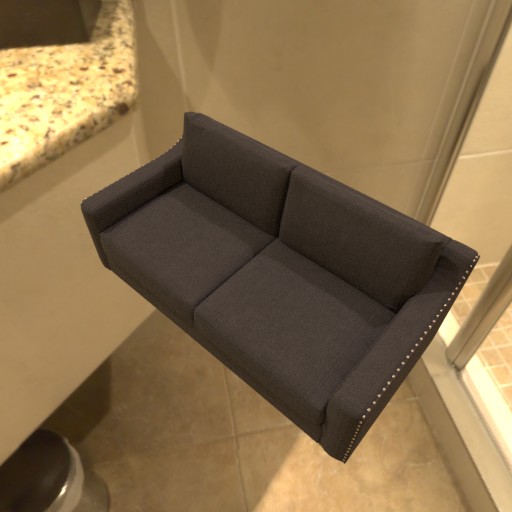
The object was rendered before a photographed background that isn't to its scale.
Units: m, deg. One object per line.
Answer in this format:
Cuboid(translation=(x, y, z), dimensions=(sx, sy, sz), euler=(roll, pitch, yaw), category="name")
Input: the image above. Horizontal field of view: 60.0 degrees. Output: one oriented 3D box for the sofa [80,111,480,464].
Cuboid(translation=(0.000, 0.000, 3.261), dimensions=(2.550, 1.196, 1.336), euler=(33, 56, 26), category="sofa")
